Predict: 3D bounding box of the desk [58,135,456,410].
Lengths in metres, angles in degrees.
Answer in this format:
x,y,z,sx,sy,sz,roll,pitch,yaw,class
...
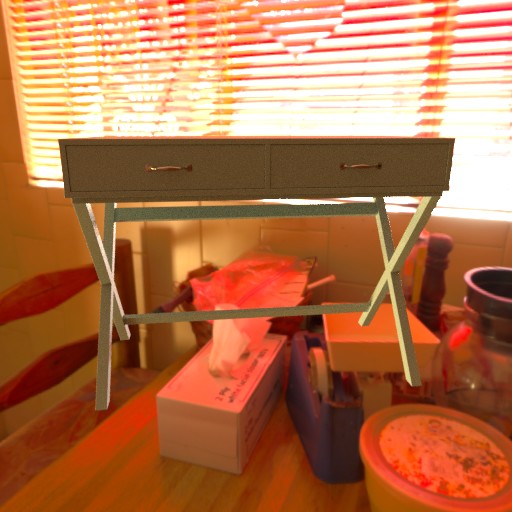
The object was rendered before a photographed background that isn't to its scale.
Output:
x,y,z,sx,sy,sz,roll,pitch,yaw,class
0.000,0.000,1.504,1.057,0.780,0.525,-2,16,-7,desk
